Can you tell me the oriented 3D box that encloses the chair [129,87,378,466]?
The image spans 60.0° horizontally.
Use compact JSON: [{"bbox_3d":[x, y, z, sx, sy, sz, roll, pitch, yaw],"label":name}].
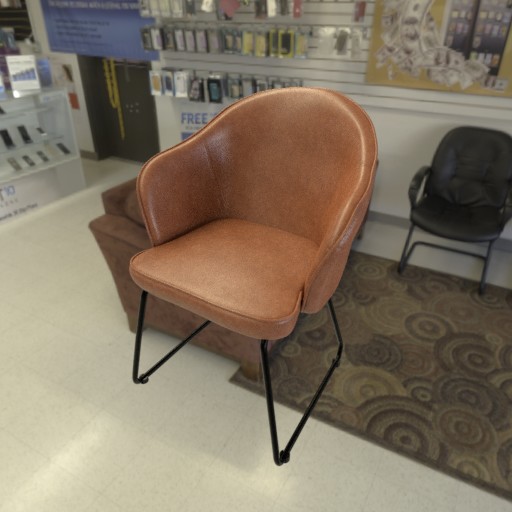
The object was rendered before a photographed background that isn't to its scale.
[{"bbox_3d":[0.000,0.000,1.200,0.582,0.785,0.580,18,35,27],"label":"chair"}]
